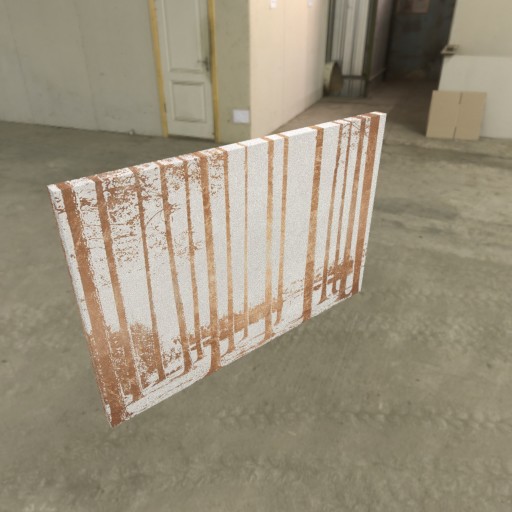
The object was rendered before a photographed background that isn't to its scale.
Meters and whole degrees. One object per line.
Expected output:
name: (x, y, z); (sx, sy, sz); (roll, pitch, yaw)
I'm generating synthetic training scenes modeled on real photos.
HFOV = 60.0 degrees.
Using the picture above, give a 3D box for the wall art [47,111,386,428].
wall art: (0.000, 0.000, 1.167); (0.914, 0.609, 0.035); (-22, 37, -33)
